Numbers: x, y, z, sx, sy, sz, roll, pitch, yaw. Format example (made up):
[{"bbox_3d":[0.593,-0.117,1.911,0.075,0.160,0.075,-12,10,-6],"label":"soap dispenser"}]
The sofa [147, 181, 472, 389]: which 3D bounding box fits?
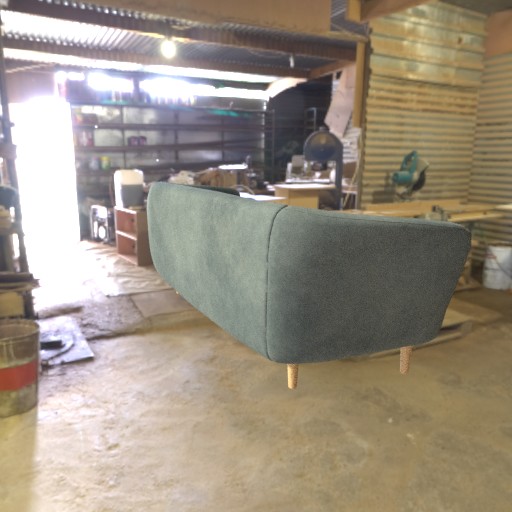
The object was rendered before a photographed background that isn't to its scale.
[{"bbox_3d":[0.000,0.000,2.508,0.849,0.795,2.095,-7,15,-28],"label":"sofa"}]
